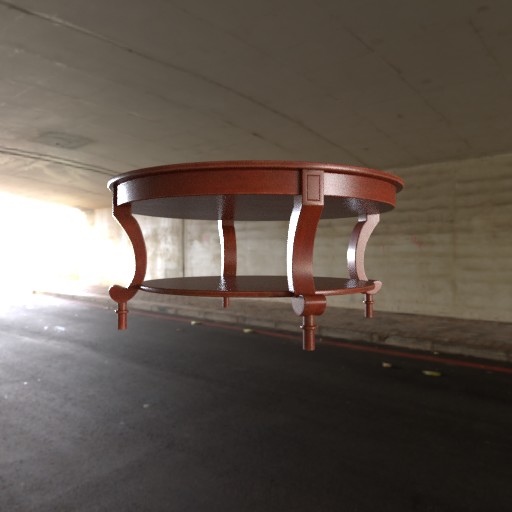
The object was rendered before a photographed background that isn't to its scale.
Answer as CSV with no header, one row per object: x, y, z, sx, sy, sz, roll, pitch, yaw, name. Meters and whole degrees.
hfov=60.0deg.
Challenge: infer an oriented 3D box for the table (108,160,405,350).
0.000,0.000,1.617,1.029,0.486,1.029,0,0,0,table
